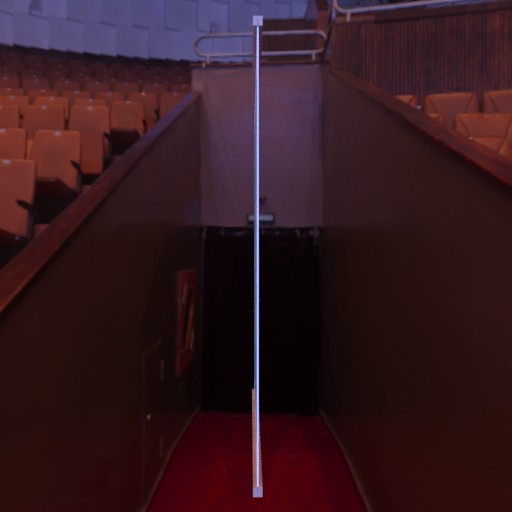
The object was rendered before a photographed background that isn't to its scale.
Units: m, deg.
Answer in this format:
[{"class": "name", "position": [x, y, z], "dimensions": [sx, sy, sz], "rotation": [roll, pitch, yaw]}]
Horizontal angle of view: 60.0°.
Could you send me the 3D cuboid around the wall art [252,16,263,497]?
[{"class": "wall art", "position": [0.000, 0.000, 1.895], "dimensions": [0.030, 1.519, 0.990], "rotation": [0, 1, -1]}]
